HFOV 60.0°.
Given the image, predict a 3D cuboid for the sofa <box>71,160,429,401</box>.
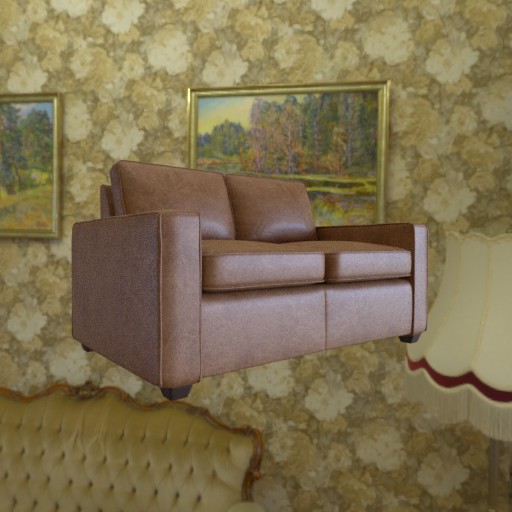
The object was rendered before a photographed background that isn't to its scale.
[{"bbox_3d":[0.000,0.000,2.200,1.532,0.896,1.020,-1,2,-38],"label":"sofa"}]
